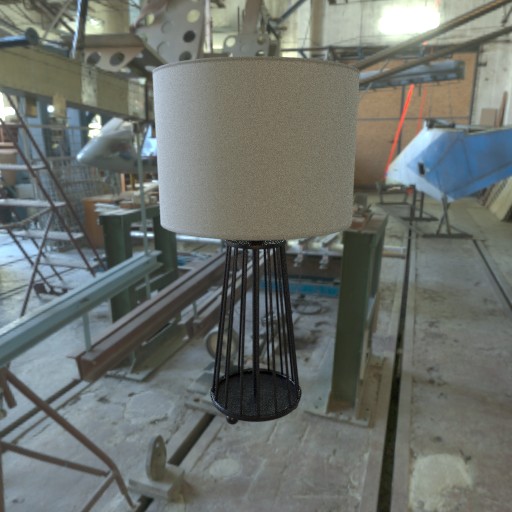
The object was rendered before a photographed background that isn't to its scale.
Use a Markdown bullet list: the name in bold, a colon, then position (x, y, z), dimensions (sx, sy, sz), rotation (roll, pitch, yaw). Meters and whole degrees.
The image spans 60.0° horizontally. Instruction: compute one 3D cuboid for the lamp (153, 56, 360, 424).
- **lamp**: position (0.000, 0.000, 0.778), dimensions (0.322, 0.593, 0.322), rotation (-7, 16, -25)
